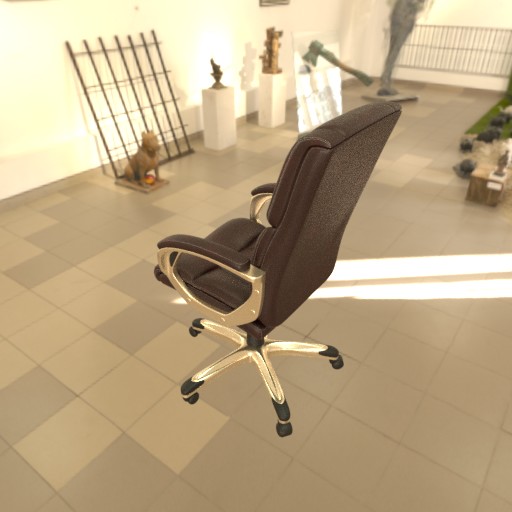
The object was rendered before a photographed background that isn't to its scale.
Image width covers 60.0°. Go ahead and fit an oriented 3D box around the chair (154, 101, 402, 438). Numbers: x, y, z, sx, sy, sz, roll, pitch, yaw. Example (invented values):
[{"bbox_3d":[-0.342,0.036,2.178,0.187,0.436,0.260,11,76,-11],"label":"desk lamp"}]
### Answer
[{"bbox_3d":[0.000,0.000,1.589,0.739,1.107,0.662,21,38,30],"label":"chair"}]
